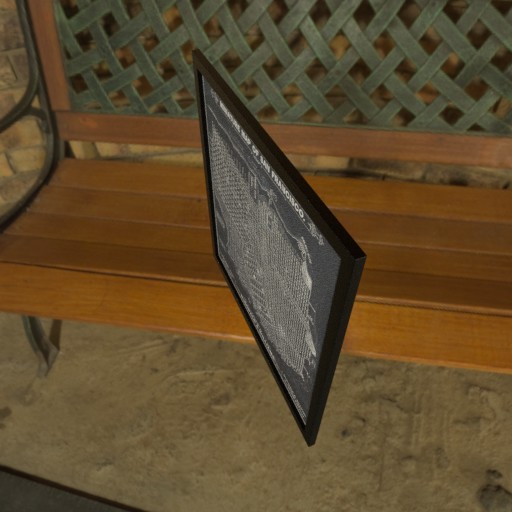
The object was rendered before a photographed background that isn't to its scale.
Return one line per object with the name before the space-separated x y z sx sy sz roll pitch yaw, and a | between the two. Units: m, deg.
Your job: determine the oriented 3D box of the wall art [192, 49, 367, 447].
wall art | 0.000 0.000 0.693 0.012 0.458 0.457 -18 50 -15
